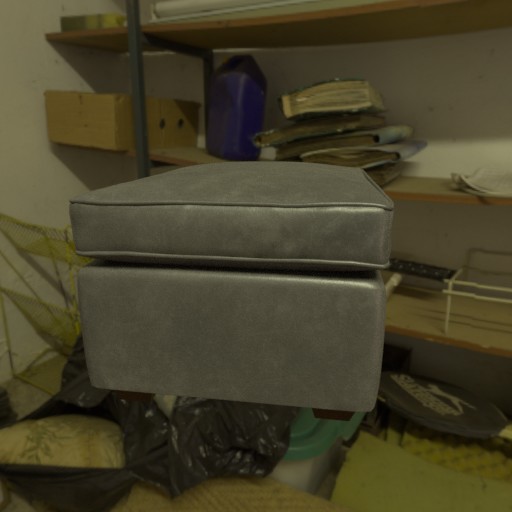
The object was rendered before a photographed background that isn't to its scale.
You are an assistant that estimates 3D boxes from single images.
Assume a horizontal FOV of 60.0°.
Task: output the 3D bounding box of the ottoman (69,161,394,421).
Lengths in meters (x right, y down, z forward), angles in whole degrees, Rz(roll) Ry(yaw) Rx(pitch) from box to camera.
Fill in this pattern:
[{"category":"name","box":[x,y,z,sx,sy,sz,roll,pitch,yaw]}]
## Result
[{"category":"ottoman","box":[0.000,0.000,1.106,0.554,0.445,0.756,2,16,9]}]
